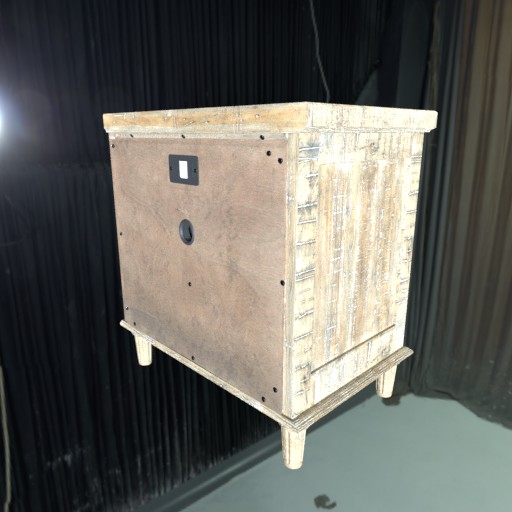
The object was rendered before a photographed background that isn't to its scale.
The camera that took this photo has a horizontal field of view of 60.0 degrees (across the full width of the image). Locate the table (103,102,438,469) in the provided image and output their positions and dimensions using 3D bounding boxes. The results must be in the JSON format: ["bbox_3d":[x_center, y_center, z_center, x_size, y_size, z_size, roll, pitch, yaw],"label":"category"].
[{"bbox_3d":[0.000,0.000,1.155,0.457,0.711,0.686,-15,21,-42],"label":"table"}]
